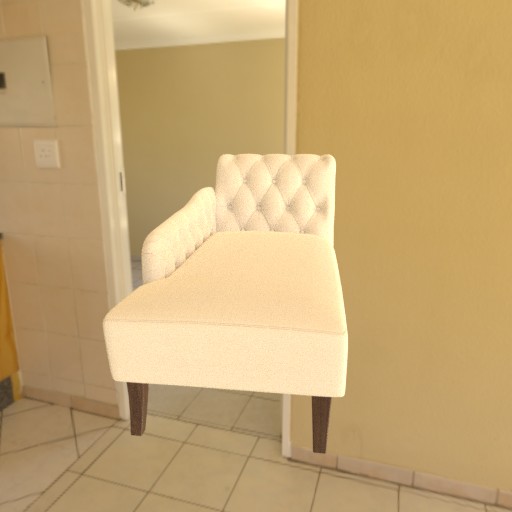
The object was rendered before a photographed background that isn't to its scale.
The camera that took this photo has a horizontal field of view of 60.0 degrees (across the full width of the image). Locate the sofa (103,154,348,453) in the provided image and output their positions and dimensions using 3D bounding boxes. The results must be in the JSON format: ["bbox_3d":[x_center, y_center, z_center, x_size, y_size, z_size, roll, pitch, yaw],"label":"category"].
[{"bbox_3d":[0.000,0.000,1.818,0.675,0.787,1.379,2,15,8],"label":"sofa"}]
